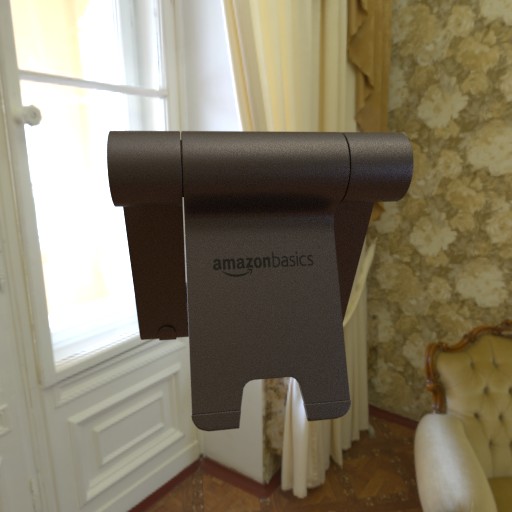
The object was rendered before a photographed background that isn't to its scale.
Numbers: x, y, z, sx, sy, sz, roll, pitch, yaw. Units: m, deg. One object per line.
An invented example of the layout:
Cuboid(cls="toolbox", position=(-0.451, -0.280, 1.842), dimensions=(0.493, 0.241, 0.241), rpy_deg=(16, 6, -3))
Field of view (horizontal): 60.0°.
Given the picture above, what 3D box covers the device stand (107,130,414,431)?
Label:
Cuboid(cls="device stand", position=(0.000, 0.000, 0.157), dimensions=(0.088, 0.084, 0.079), rpy_deg=(-2, 14, -9))
